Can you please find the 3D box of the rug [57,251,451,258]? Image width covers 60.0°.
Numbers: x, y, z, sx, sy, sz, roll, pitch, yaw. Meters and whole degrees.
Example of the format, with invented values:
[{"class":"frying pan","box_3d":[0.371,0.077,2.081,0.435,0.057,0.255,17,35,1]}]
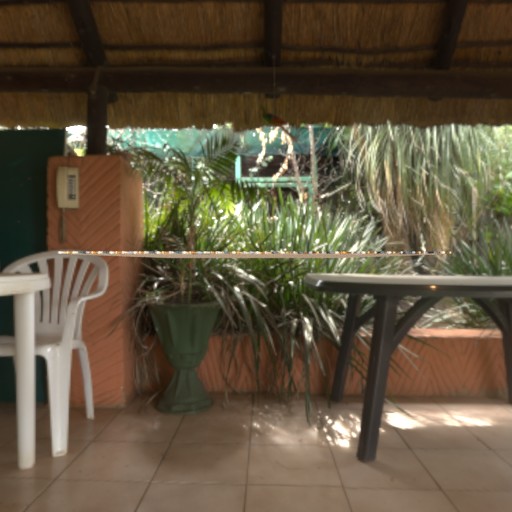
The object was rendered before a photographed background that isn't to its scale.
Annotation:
[{"class":"rug","box_3d":[0.000,0.000,2.284,1.230,0.008,1.827,0,-1,0]}]
